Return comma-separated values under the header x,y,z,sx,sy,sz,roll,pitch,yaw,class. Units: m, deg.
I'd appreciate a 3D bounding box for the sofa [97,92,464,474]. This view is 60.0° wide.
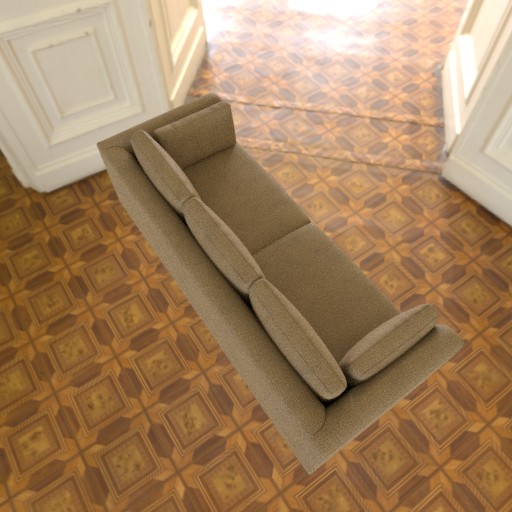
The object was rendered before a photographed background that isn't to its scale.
x,y,z,sx,sy,sz,roll,pitch,yaw,class
0.000,0.000,2.903,0.969,0.867,2.415,-31,63,-18,sofa
